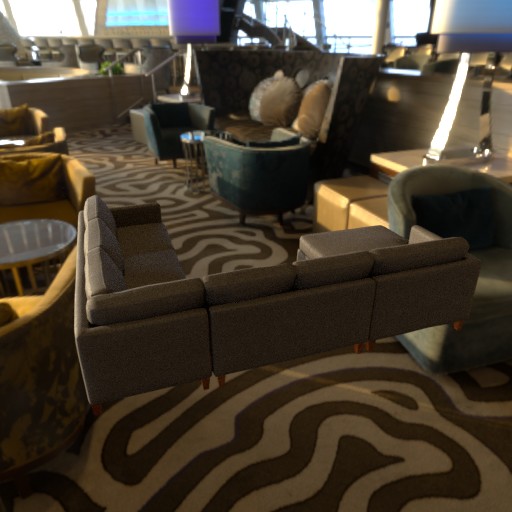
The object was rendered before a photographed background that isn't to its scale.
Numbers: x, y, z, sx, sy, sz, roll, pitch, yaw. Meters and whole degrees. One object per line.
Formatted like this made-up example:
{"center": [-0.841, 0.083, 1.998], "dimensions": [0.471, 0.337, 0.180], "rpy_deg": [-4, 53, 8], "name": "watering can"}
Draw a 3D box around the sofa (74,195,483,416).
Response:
{"center": [0.000, 0.000, 4.636], "dimensions": [3.460, 0.961, 2.594], "rpy_deg": [-9, 28, -17], "name": "sofa"}
